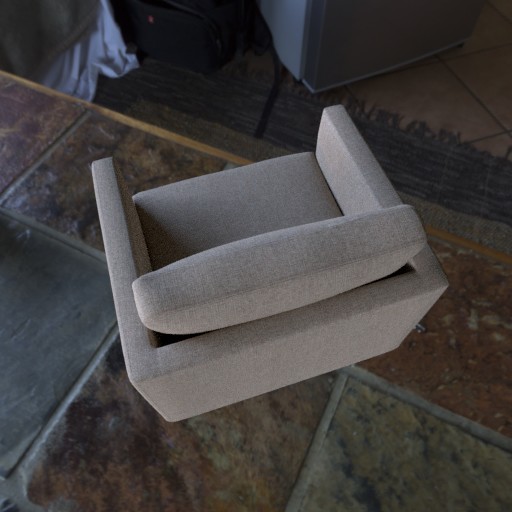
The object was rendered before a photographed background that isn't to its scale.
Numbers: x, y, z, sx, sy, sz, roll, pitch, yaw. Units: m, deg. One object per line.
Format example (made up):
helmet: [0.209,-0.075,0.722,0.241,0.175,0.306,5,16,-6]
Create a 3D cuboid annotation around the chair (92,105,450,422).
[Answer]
chair: [0.000,0.000,1.857,1.107,0.987,0.959,-16,61,-9]
